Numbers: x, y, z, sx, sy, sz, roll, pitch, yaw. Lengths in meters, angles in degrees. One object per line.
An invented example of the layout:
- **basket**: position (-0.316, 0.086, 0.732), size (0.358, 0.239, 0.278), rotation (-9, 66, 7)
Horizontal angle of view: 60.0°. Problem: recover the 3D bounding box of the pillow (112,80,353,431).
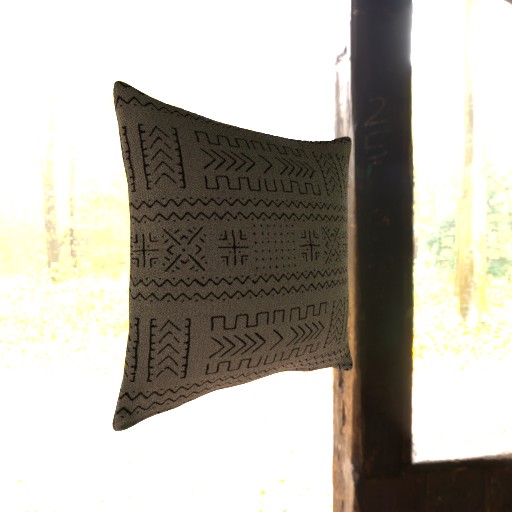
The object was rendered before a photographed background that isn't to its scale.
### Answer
- **pillow**: position (0.000, 0.000, 0.670), size (0.438, 0.430, 0.164), rotation (-1, 1, -37)
